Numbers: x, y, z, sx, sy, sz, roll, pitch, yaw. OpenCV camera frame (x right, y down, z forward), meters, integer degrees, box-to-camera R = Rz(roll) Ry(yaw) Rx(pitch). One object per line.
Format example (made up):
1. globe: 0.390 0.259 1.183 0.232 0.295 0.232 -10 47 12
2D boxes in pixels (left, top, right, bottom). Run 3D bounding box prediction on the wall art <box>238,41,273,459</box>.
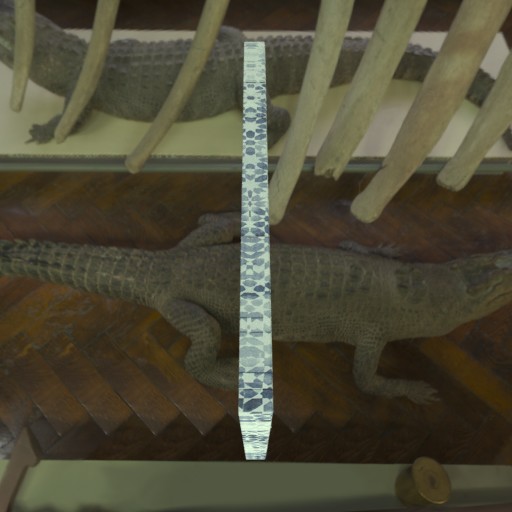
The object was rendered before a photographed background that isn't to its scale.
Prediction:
1. wall art: 0.000 0.000 1.158 0.057 0.608 0.911 0 60 0
